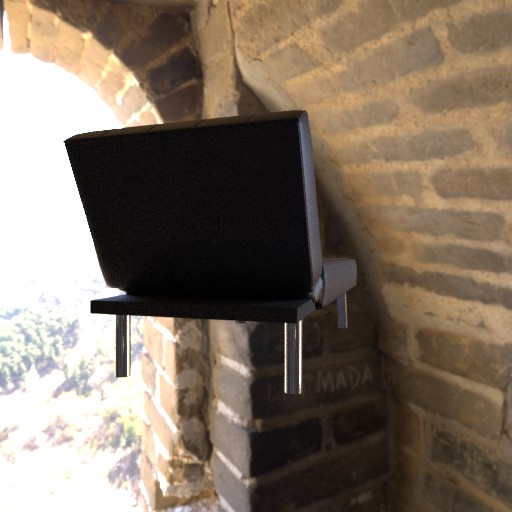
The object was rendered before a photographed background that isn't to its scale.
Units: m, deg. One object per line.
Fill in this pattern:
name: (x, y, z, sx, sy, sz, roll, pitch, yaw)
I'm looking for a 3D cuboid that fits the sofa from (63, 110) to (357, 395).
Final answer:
sofa: (0.000, 0.000, 1.973, 0.760, 0.820, 1.560, 0, 0, 18)
